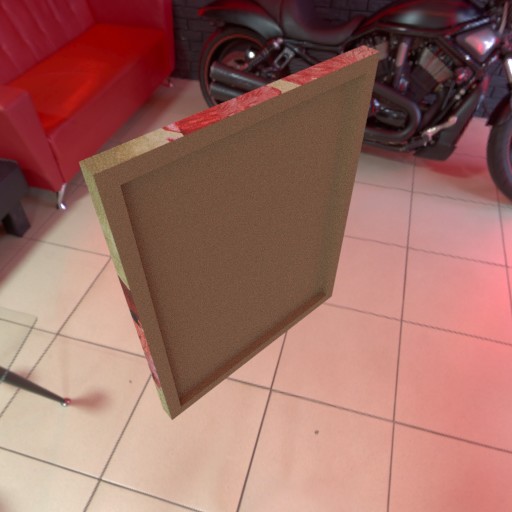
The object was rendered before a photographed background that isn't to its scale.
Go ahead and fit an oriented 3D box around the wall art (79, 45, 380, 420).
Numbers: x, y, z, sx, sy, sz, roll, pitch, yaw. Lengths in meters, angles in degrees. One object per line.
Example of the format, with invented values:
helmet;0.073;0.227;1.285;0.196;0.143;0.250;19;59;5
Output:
wall art;0.000;0.000;0.672;0.406;0.508;0.028;-33;54;-27
